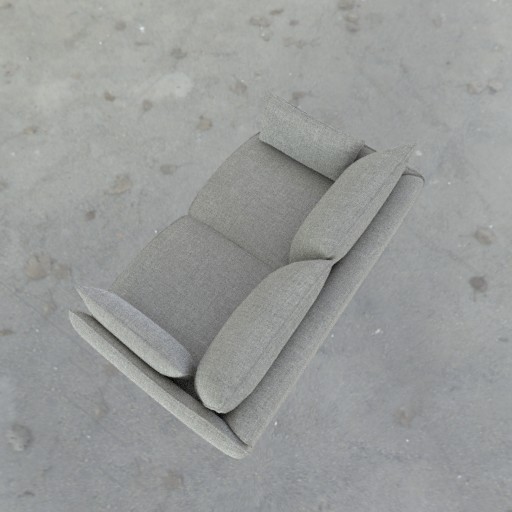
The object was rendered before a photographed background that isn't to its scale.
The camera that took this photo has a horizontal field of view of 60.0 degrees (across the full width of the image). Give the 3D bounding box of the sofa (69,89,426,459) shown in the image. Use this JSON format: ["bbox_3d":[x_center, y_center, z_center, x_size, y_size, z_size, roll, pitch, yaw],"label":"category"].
[{"bbox_3d":[0.000,0.000,2.147,0.972,0.851,1.580,33,68,15],"label":"sofa"}]
